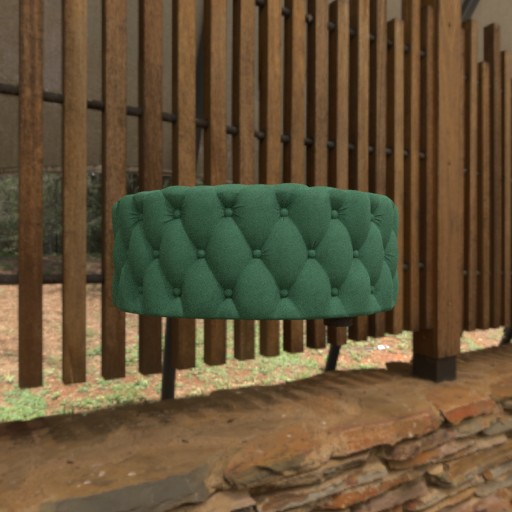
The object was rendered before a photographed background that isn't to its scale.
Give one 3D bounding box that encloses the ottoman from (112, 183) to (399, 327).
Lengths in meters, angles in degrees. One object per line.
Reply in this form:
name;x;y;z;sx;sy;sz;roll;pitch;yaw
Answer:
ottoman;0.000;0.000;1.604;0.998;0.399;0.998;0;0;0
